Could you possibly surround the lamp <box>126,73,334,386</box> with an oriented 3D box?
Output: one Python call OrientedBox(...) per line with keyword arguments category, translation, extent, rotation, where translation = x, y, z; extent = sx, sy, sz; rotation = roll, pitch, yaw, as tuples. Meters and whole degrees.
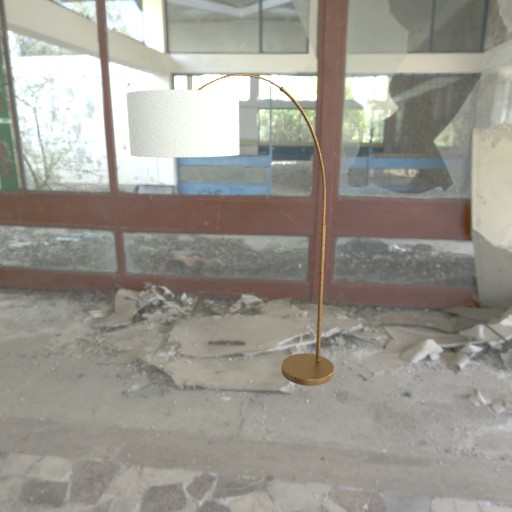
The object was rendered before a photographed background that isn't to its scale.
OrientedBox(category="lamp", translation=(0.000, 0.000, 2.533), extent=(0.493, 1.927, 1.434), rotation=(14, 21, 42))
